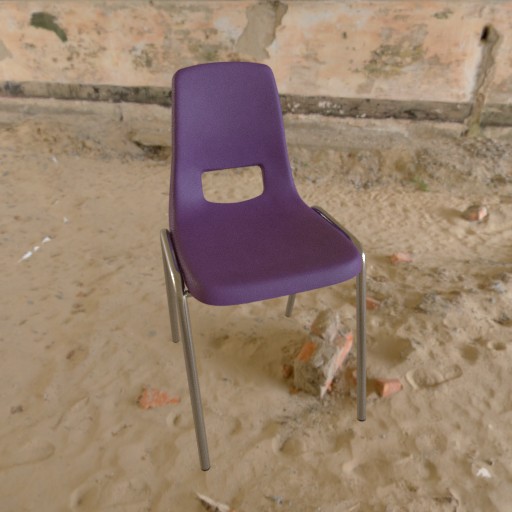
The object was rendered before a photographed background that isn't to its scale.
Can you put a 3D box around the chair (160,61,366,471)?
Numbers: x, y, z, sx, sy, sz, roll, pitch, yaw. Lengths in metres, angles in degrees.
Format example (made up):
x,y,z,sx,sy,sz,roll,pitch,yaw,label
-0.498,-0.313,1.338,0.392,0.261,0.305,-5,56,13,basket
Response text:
x,y,z,sx,sy,sz,roll,pitch,yaw,label
0.000,0.000,0.935,0.381,0.704,0.432,-10,33,-16,chair
